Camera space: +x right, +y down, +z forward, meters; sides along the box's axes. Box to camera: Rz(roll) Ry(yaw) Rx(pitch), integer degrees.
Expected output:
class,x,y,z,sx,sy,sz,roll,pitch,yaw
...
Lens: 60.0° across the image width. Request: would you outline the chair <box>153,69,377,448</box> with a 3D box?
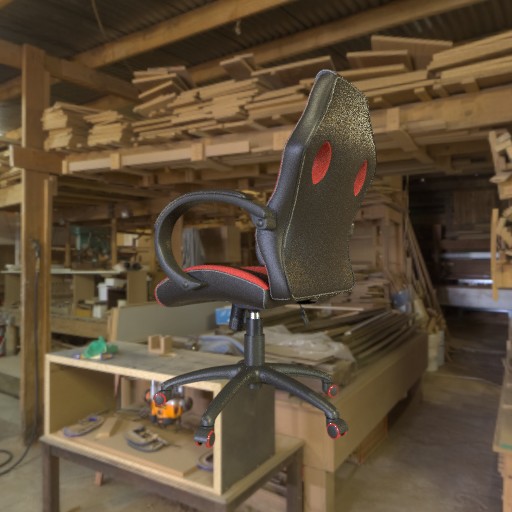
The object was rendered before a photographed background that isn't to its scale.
class,x,y,z,sx,sy,sz,roll,pitch,yaw
chair,0.000,0.000,1.690,0.783,1.189,0.750,0,0,35
